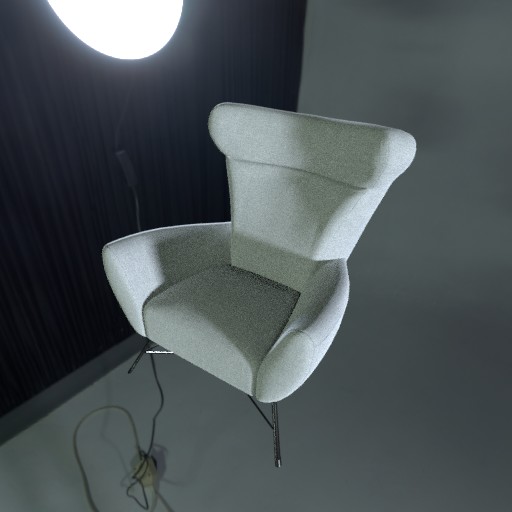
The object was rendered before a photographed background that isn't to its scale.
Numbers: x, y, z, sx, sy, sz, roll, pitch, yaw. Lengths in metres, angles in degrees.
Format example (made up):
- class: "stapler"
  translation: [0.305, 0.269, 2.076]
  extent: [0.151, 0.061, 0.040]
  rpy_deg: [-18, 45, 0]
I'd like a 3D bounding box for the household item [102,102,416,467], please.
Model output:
- class: "household item"
  translation: [0.000, 0.000, 1.842]
  extent: [0.980, 1.050, 0.900]
  rpy_deg: [20, 36, 30]
